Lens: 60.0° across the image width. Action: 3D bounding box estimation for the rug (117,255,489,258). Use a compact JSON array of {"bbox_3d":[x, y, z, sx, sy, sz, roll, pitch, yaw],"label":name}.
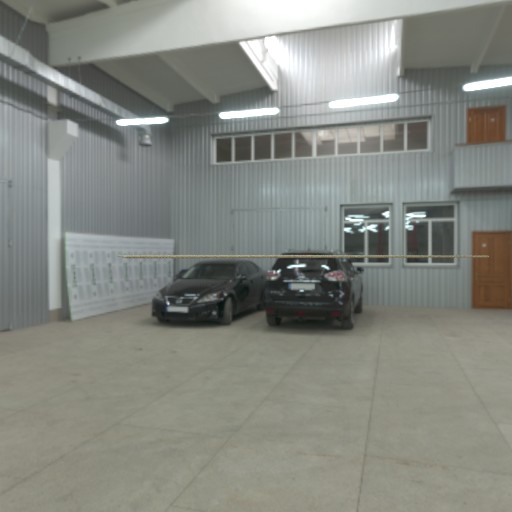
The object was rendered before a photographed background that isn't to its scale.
[{"bbox_3d":[0.000,0.000,4.173,2.471,0.012,3.034,0,0,-18],"label":"rug"}]
